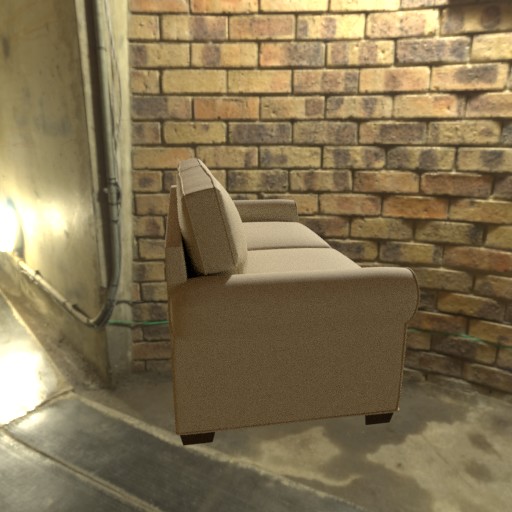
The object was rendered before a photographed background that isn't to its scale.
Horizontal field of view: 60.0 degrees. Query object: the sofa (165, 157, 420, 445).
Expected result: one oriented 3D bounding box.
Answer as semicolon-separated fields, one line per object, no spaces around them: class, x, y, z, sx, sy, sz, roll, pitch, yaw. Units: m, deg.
sofa;0.000;0.000;2.283;0.861;0.933;1.774;-3;16;-9
